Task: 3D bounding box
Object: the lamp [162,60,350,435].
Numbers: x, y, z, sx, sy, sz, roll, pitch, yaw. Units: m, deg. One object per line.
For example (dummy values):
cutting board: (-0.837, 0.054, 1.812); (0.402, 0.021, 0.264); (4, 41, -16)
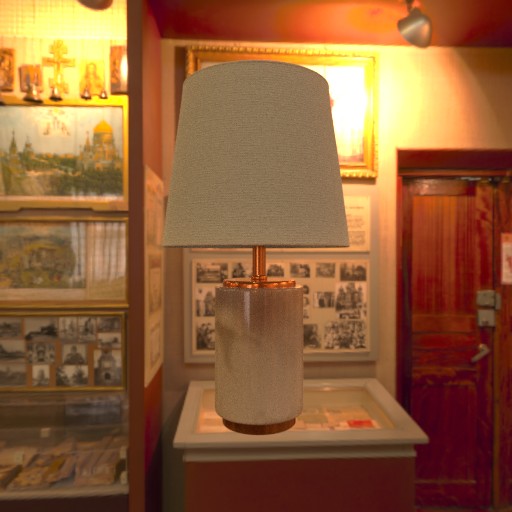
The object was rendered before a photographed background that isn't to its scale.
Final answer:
lamp: (0.000, 0.000, 0.457); (0.189, 0.340, 0.189); (0, 0, 0)
